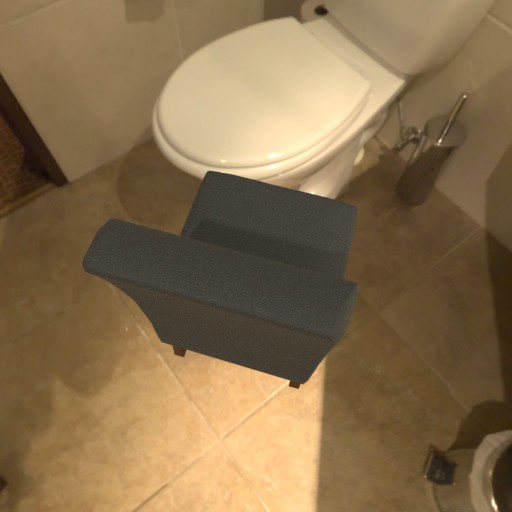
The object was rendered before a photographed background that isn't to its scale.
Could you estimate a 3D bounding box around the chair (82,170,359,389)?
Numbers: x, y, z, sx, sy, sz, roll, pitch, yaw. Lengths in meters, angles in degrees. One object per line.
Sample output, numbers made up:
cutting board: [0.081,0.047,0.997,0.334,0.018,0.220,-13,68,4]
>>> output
chair: [0.000,0.000,1.192,0.513,0.804,0.592,14,65,7]
